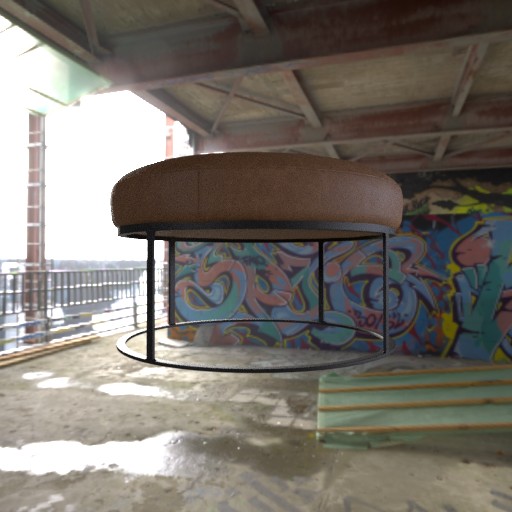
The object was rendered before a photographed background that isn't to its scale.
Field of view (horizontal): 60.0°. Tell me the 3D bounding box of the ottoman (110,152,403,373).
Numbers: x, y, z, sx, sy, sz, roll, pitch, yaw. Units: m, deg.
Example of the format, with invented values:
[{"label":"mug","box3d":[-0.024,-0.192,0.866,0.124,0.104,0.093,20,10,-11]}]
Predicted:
[{"label":"ottoman","box3d":[0.000,0.000,1.226,0.771,0.460,0.771,0,0,0]}]
